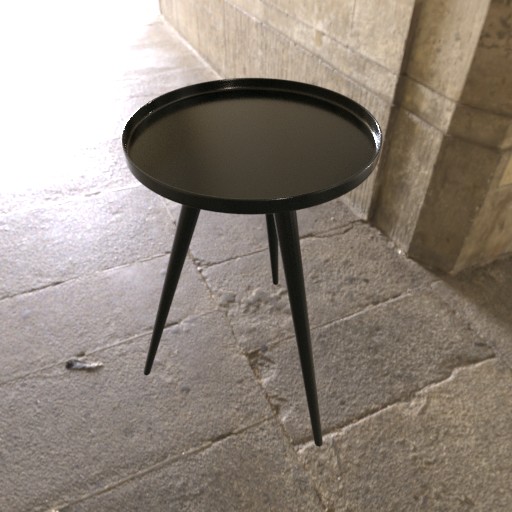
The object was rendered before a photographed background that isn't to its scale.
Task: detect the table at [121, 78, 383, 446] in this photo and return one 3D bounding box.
[{"bbox_3d":[0.000,0.000,0.839,0.403,0.548,0.415,14,44,15],"label":"table"}]
